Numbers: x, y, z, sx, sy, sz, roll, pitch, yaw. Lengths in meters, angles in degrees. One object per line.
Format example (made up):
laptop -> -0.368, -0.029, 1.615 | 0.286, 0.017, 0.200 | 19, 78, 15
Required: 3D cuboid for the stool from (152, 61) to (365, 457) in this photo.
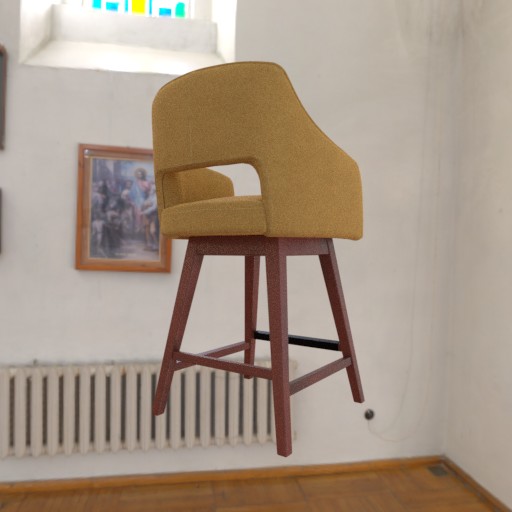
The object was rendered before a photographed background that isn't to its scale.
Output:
stool -> 0.000, 0.000, 1.315 | 0.548, 0.924, 0.558 | 1, 1, 36
